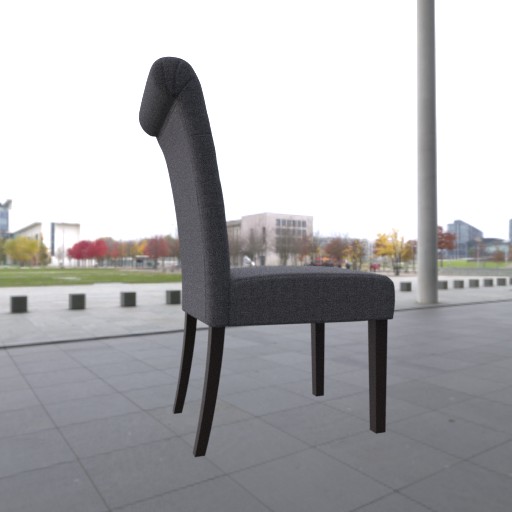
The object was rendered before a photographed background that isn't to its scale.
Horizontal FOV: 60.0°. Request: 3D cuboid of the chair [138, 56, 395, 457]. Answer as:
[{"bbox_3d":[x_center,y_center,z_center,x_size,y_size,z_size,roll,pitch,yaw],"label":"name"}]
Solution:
[{"bbox_3d":[0.000,0.000,1.351,0.671,1.006,0.456,0,-1,-19],"label":"chair"}]
